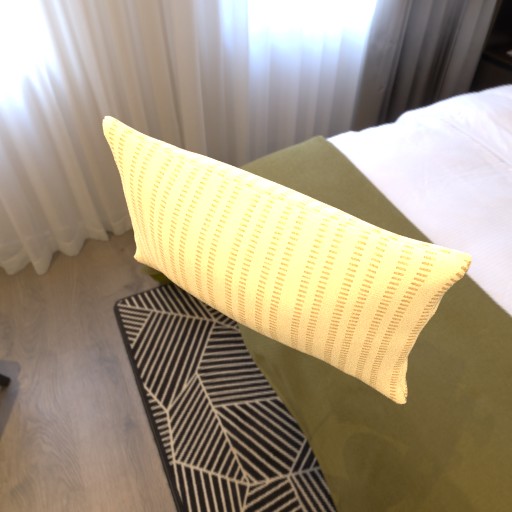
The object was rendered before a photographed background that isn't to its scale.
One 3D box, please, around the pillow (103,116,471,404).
[{"bbox_3d":[0.000,0.000,0.779,0.640,0.353,0.210,25,50,23],"label":"pillow"}]
